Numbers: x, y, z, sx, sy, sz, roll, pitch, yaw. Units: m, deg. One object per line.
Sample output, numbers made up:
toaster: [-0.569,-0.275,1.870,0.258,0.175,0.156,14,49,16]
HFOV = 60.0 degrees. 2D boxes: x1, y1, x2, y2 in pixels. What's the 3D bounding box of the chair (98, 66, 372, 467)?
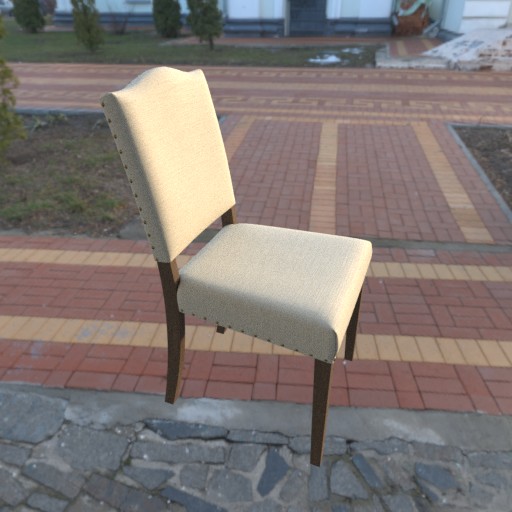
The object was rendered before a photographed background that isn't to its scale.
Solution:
chair: [0.000,0.000,1.319,0.619,1.015,0.508,11,32,19]
